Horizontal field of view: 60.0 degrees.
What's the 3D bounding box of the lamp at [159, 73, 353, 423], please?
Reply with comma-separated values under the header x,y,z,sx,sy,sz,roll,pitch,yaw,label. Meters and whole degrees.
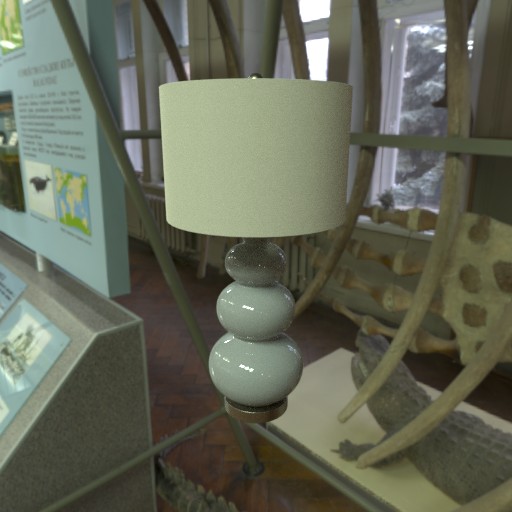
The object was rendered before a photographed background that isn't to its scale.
x,y,z,sx,sy,sz,roll,pitch,yaw,label
0.000,0.000,0.951,0.367,0.730,0.367,-15,22,-41,lamp
